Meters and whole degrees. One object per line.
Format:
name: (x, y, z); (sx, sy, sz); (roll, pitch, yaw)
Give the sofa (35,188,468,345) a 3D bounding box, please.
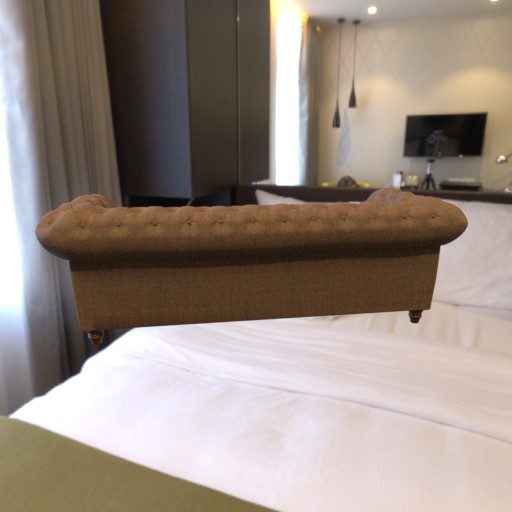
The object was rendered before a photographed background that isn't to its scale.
sofa: (0.000, 0.000, 2.816); (2.385, 0.787, 0.944); (-2, 15, -9)
